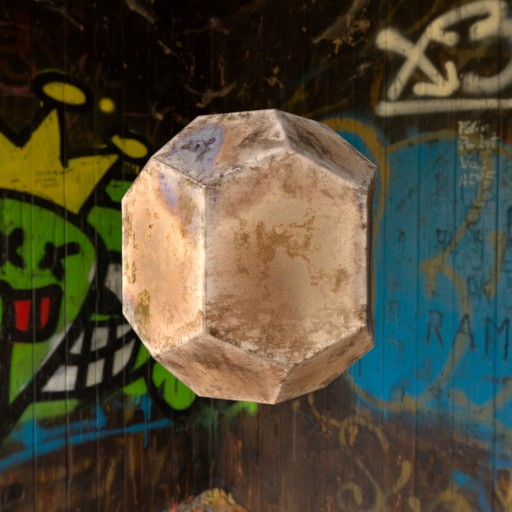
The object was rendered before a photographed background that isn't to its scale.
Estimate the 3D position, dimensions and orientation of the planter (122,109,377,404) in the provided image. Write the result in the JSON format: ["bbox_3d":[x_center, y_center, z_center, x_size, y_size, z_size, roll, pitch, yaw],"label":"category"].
[{"bbox_3d":[0.000,0.000,0.420,0.221,0.238,0.243,0,1,17],"label":"planter"}]
